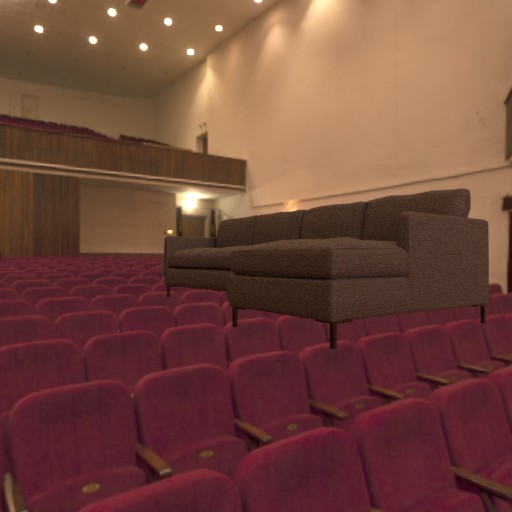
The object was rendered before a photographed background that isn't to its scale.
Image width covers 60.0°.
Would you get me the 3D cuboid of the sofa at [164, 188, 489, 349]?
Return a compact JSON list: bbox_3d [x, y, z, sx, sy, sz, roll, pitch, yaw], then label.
[{"bbox_3d":[0.000,0.000,3.724,1.483,0.892,3.221,0,-1,-36],"label":"sofa"}]
